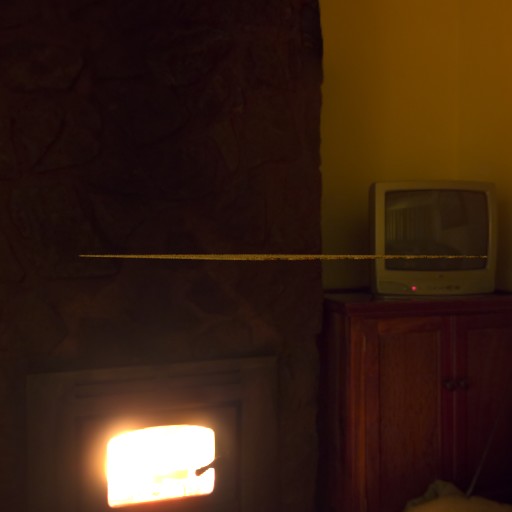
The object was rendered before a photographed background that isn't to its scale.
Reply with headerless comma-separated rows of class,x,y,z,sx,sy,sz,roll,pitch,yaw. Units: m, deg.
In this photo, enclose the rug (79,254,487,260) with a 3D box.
rug,0.000,0.000,3.468,1.971,0.010,2.651,0,1,-37
